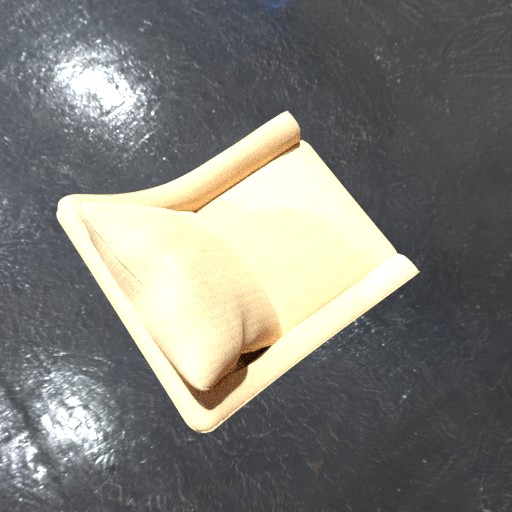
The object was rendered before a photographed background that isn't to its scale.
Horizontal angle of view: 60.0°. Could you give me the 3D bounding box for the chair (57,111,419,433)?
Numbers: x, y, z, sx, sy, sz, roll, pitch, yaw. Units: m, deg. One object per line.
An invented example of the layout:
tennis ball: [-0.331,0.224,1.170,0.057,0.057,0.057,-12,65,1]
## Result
chair: [0.000,0.000,1.559,0.876,0.927,0.760,-34,78,-8]
